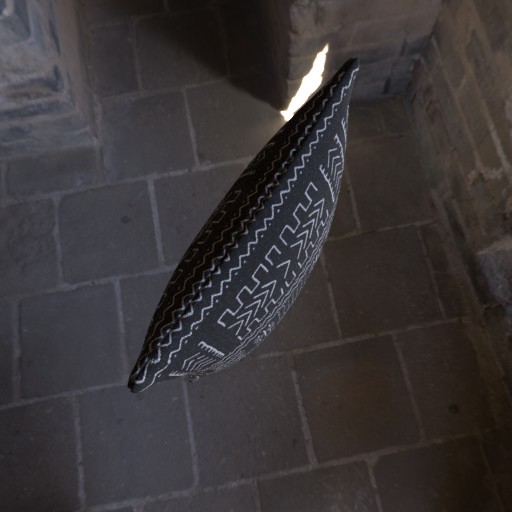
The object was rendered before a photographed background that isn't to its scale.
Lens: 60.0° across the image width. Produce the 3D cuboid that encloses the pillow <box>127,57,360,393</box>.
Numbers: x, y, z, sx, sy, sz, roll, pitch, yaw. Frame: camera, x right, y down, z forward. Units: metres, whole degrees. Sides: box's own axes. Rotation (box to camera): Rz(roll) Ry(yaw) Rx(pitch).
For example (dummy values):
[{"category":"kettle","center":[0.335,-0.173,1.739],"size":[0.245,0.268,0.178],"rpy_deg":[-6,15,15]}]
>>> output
[{"category":"pillow","center":[0.000,0.000,0.656],"size":[0.164,0.430,0.438],"rpy_deg":[31,77,8]}]
